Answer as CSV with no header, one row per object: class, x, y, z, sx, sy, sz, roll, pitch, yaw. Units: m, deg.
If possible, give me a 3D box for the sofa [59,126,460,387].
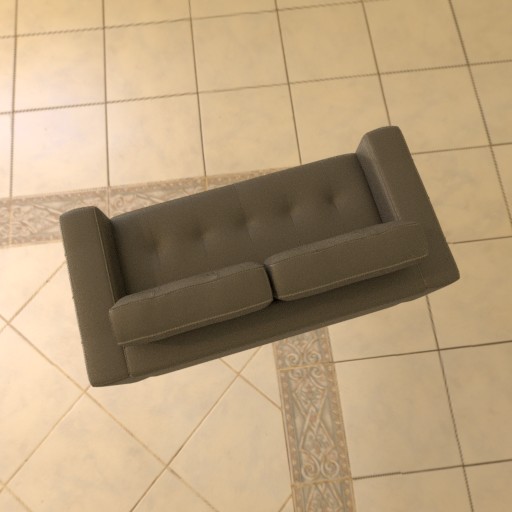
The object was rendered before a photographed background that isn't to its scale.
sofa,0.000,0.000,2.203,1.726,0.892,0.833,-16,76,-4
